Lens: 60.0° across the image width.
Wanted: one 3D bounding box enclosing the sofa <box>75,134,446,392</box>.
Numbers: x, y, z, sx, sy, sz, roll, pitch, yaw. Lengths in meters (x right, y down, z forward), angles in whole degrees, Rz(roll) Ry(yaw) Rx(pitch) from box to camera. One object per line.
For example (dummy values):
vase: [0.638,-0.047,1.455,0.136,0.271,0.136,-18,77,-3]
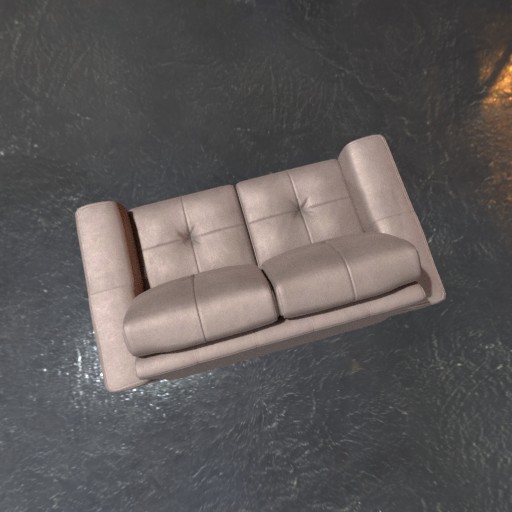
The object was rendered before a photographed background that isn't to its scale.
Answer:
sofa: [0.000,0.000,2.407,1.806,0.907,1.018,-15,74,-4]
